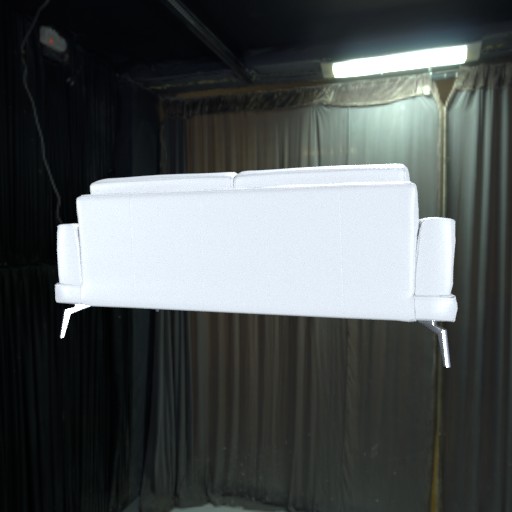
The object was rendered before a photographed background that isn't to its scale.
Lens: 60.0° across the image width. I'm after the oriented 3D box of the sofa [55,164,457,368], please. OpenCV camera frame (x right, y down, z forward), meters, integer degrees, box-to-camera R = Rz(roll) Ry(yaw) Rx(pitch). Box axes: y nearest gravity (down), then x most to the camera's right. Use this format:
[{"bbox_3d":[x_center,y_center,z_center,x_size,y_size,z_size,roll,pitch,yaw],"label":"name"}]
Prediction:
[{"bbox_3d":[0.000,0.000,2.729,2.177,0.930,1.121,0,2,17],"label":"sofa"}]
